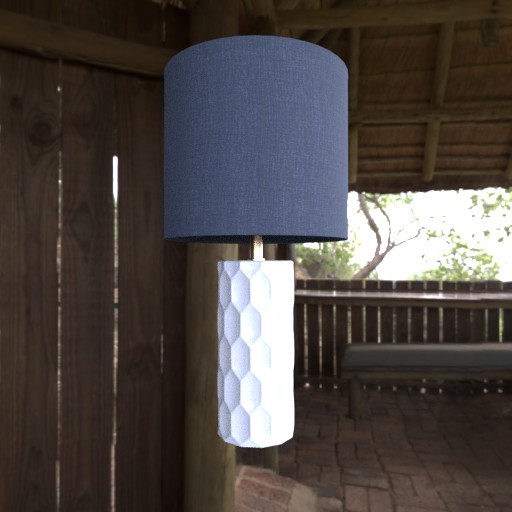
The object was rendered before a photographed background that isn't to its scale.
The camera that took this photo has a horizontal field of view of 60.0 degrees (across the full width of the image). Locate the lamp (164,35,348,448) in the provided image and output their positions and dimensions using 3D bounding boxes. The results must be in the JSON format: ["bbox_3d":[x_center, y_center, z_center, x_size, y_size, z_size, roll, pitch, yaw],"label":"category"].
[{"bbox_3d":[0.000,0.000,0.677,0.277,0.537,0.277,-1,-1,36],"label":"lamp"}]
